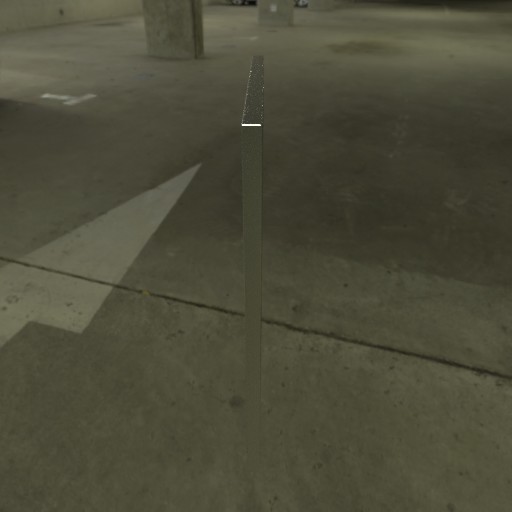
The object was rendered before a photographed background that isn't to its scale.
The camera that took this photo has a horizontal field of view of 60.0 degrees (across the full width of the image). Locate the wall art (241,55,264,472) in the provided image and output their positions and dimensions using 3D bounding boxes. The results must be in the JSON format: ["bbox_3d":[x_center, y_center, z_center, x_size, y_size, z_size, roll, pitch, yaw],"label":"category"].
[{"bbox_3d":[0.000,0.000,1.411,0.037,1.062,0.801,1,32,1],"label":"wall art"}]
